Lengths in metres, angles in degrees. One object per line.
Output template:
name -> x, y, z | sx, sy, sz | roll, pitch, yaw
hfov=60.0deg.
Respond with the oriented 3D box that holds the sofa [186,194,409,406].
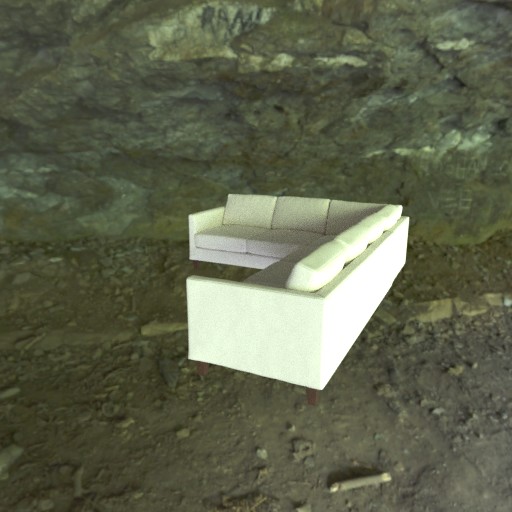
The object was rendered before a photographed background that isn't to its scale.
sofa -> 0.000, 0.000, 4.359 | 2.432, 0.863, 3.182 | 7, 16, 26
